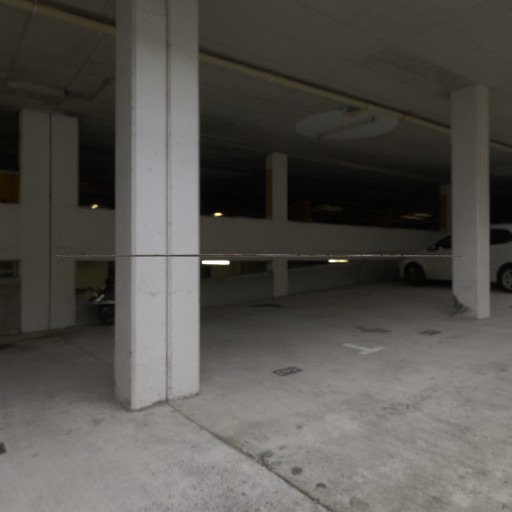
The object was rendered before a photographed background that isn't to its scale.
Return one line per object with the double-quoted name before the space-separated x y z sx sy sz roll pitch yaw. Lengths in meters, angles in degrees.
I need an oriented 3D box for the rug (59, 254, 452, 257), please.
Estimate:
"rug" 0.000 0.000 4.022 3.000 0.012 2.371 0 0 -36
